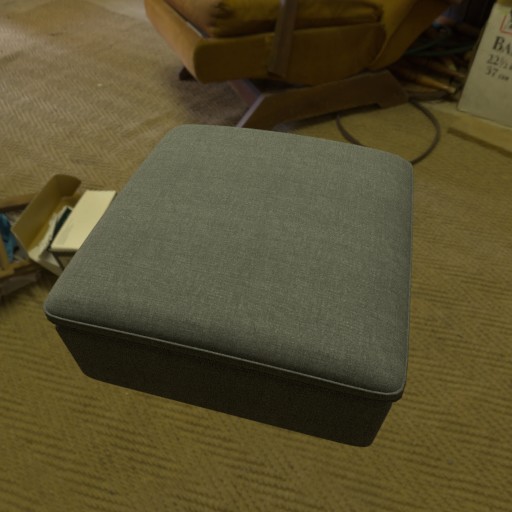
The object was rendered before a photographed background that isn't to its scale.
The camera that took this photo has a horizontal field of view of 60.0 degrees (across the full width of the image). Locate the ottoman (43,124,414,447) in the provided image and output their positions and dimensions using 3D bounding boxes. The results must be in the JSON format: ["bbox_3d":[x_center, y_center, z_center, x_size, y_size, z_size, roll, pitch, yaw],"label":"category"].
[{"bbox_3d":[0.000,0.000,1.666,1.067,0.559,1.067,11,48,10],"label":"ottoman"}]
